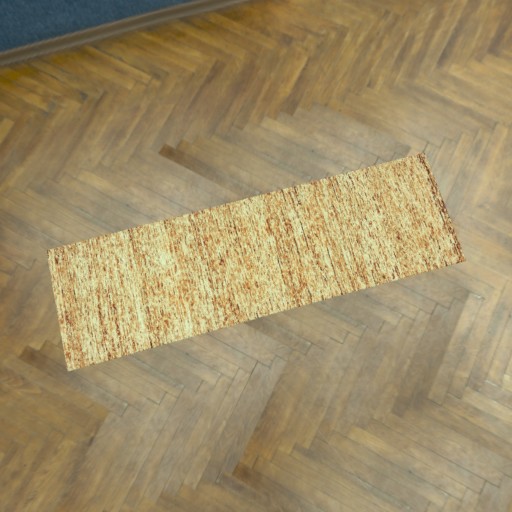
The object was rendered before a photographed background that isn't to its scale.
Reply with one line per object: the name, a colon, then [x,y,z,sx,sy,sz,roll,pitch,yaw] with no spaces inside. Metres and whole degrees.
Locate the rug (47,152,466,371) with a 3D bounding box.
rug: [0.000,0.000,2.465,2.237,0.014,0.680,-15,78,-3]
